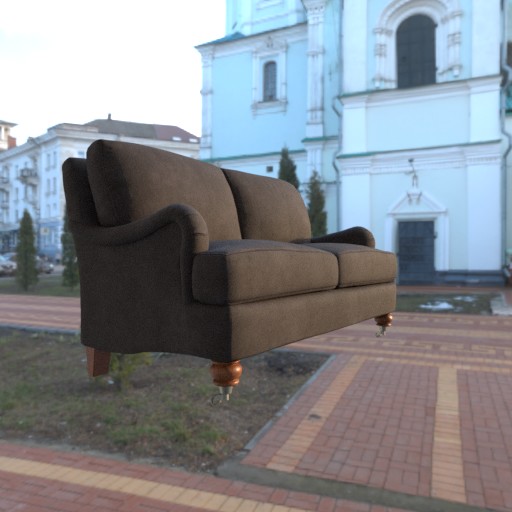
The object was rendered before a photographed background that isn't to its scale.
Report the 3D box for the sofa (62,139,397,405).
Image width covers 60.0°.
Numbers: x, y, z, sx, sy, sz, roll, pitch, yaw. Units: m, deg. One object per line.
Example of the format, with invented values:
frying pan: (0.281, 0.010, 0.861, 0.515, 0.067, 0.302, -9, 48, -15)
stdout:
sofa: (0.000, 0.000, 2.547, 1.084, 1.101, 1.853, 0, 0, 36)
